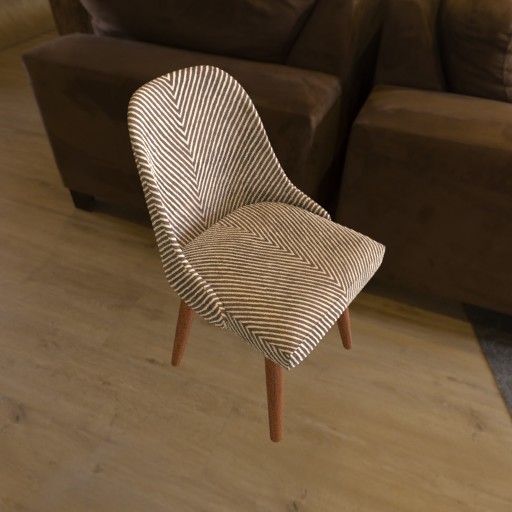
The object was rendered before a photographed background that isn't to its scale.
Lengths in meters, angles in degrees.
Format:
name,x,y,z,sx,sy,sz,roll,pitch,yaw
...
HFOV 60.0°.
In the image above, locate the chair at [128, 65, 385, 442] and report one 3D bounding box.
name,x,y,z,sx,sy,sz,roll,pitch,yaw
chair,0.000,0.000,1.258,0.591,0.883,0.504,28,49,27
